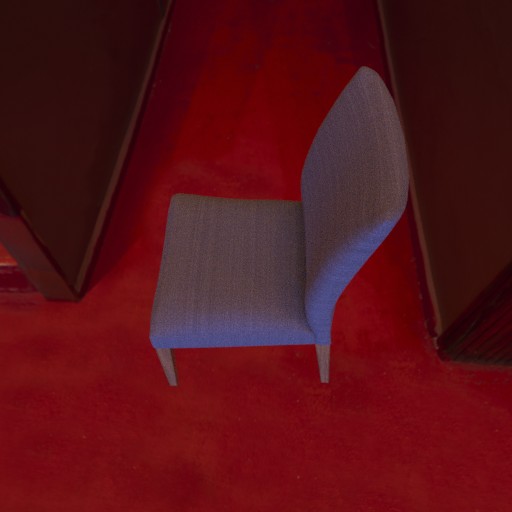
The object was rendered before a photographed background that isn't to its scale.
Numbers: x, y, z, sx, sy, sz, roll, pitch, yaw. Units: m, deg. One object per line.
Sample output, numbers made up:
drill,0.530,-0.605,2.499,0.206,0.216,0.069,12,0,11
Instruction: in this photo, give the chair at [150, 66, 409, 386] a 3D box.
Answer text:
chair,0.000,0.000,1.267,0.585,0.940,0.496,1,58,1
